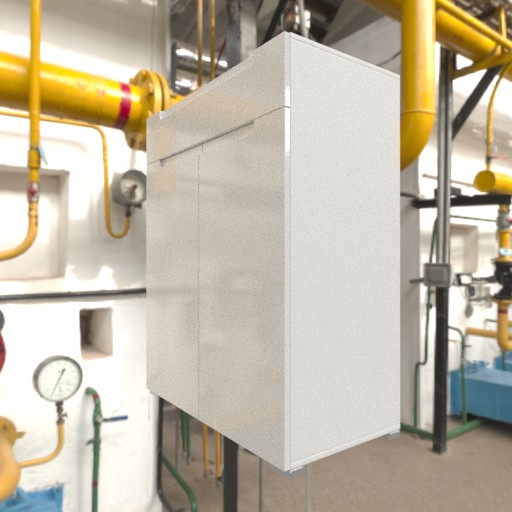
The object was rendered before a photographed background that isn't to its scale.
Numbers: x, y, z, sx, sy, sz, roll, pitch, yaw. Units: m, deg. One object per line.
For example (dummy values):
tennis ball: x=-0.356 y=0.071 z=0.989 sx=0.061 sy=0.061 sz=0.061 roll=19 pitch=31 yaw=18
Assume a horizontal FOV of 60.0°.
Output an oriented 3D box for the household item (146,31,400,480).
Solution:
household item: x=0.000 y=0.000 z=1.433 sx=0.420 sy=1.010 sz=0.790 roll=0 pitch=0 yaw=-36
